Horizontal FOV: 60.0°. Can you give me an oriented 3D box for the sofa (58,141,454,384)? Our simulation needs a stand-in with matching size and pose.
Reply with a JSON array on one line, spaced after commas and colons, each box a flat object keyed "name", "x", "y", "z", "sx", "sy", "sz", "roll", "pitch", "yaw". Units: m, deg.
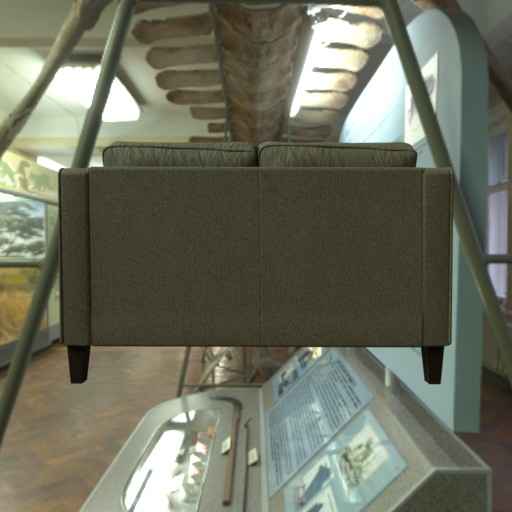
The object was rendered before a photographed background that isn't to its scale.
[{"name": "sofa", "x": 0.000, "y": 0.000, "z": 2.165, "sx": 1.503, "sy": 0.981, "sz": 0.985, "roll": 0, "pitch": 1, "yaw": 0}]
